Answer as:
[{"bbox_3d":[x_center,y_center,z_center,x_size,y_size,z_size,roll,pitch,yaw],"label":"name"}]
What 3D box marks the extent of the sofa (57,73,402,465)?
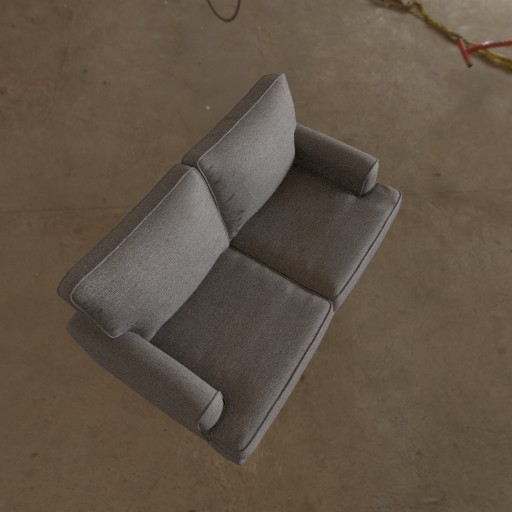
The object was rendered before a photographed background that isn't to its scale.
[{"bbox_3d":[0.000,0.000,2.222,0.965,0.965,1.651,29,63,16],"label":"sofa"}]
